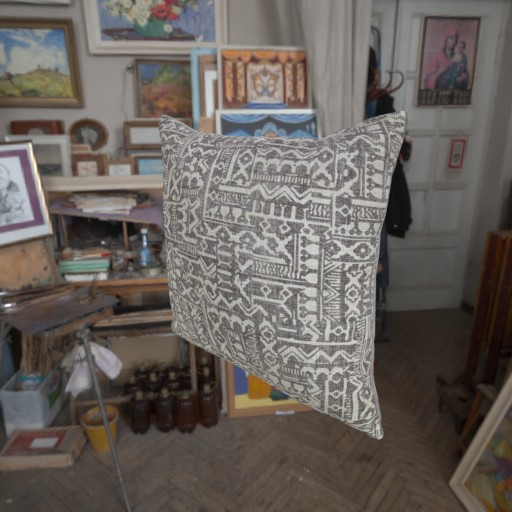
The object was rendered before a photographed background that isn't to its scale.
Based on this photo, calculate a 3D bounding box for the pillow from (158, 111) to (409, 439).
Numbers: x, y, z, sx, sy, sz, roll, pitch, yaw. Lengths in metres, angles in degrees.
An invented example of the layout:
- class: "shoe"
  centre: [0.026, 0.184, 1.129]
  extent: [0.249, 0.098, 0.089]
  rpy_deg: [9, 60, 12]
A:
- class: "pillow"
  centre: [0.000, 0.000, 0.791]
  extent: [0.546, 0.487, 0.180]
  rpy_deg: [16, 24, 42]
